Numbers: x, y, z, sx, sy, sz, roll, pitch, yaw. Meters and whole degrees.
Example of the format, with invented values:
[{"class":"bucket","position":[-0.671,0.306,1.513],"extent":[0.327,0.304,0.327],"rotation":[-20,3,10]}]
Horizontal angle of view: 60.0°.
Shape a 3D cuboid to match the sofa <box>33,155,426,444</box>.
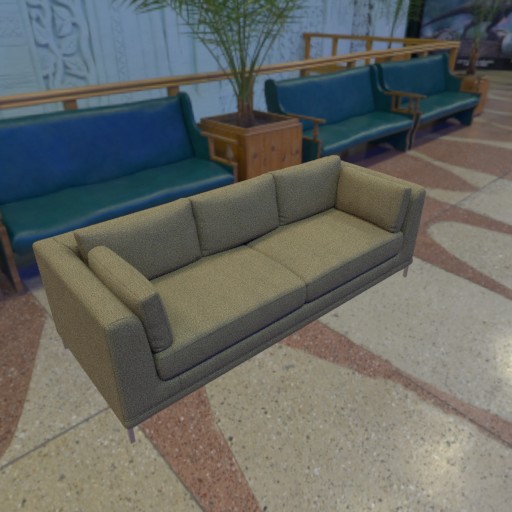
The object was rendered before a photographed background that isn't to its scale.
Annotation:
[{"class":"sofa","position":[0.000,0.000,2.945],"extent":[2.415,0.867,0.969],"rotation":[-23,37,-34]}]
